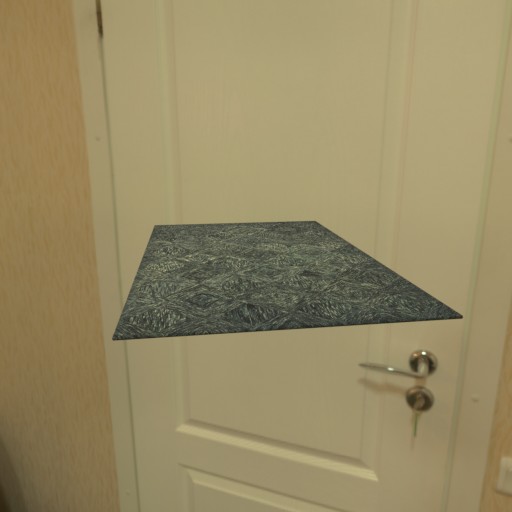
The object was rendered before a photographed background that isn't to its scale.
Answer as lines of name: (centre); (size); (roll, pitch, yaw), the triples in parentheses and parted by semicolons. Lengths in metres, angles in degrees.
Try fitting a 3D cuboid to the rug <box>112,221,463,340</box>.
rug: (0.000, 0.000, 2.935); (1.478, 0.017, 2.330); (-2, 15, -8)
